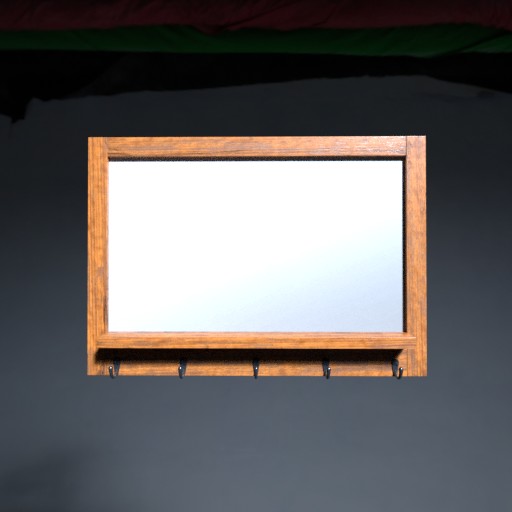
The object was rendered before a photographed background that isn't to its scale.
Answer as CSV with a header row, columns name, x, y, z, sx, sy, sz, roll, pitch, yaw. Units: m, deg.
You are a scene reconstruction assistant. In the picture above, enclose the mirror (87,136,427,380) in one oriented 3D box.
name,x,y,z,sx,sy,sz,roll,pitch,yaw
mirror,0.000,0.000,0.974,0.758,0.537,0.084,0,-1,1
